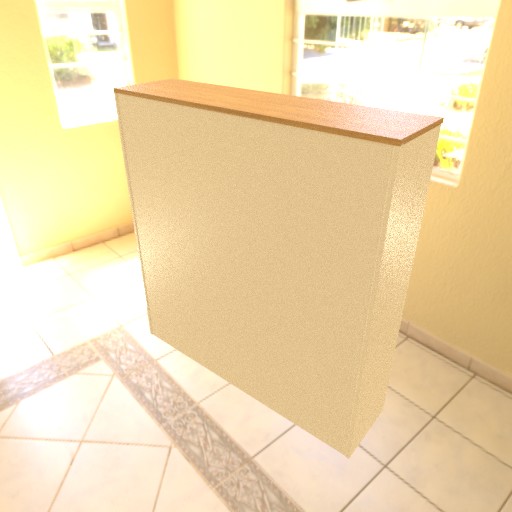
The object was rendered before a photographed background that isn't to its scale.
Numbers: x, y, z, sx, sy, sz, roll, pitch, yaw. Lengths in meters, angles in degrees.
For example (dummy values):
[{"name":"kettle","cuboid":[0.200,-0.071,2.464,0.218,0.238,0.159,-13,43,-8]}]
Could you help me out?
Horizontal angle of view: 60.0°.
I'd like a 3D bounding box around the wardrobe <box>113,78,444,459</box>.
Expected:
[{"name":"wardrobe","cuboid":[0.000,0.000,3.349,2.160,2.260,0.590,22,37,33]}]
